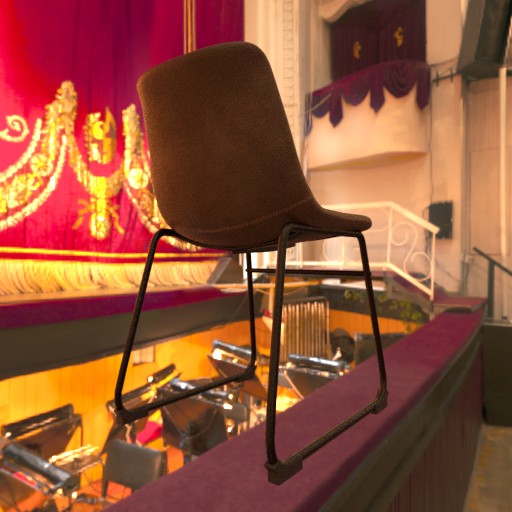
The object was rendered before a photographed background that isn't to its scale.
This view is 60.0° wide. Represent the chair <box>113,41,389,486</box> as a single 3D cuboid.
[{"bbox_3d":[0.000,0.000,1.078,0.460,0.780,0.551,0,0,37],"label":"chair"}]
